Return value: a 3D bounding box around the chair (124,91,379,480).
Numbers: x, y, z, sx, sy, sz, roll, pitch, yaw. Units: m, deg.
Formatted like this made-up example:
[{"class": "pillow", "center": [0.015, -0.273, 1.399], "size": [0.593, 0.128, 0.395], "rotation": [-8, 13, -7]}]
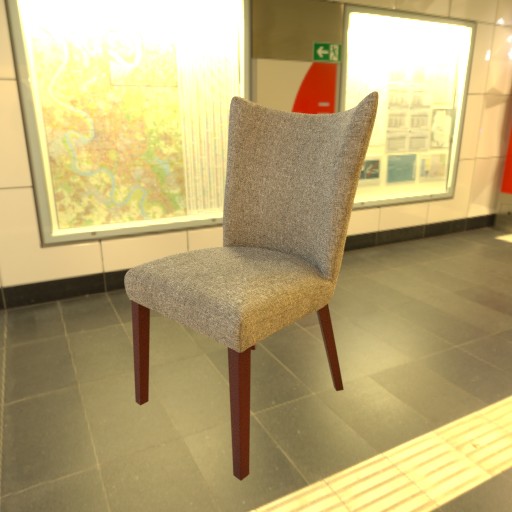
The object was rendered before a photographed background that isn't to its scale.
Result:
[{"class": "chair", "center": [0.000, 0.000, 1.323], "size": [0.535, 0.924, 0.623], "rotation": [16, 23, 40]}]
